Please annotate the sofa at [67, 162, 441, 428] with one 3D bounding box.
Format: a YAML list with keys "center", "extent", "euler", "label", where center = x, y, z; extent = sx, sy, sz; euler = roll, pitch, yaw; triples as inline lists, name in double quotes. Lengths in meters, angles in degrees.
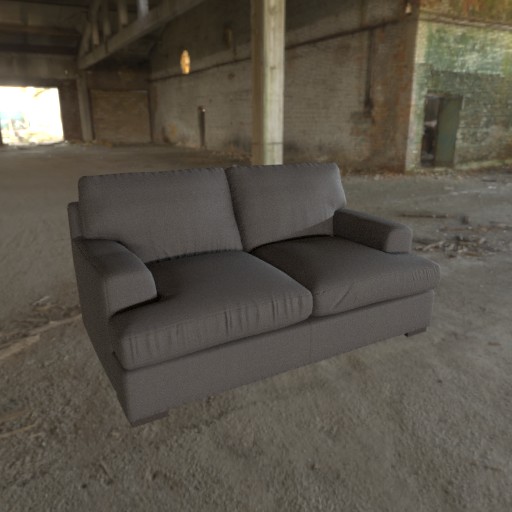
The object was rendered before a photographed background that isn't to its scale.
- center: [0.000, 0.000, 2.538]
  extent: [1.880, 0.940, 1.143]
  euler: [-10, 19, -28]
  label: "sofa"
